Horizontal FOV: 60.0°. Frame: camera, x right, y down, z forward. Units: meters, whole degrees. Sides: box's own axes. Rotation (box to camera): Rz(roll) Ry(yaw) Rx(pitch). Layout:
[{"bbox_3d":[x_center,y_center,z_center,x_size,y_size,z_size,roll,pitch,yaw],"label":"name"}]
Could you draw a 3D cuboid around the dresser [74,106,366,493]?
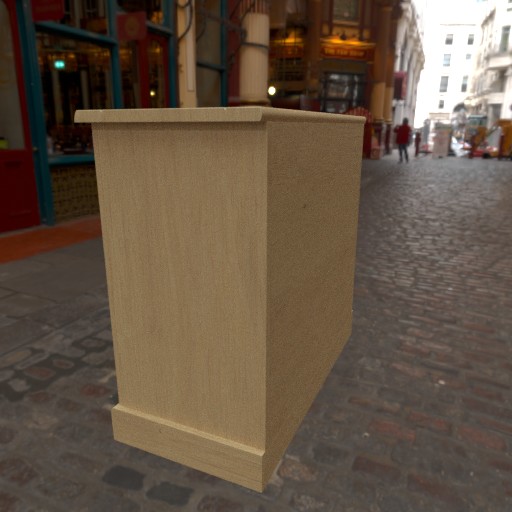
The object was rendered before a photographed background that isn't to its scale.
[{"bbox_3d":[0.000,0.000,1.372,0.440,0.835,0.915,7,18,24],"label":"dresser"}]
